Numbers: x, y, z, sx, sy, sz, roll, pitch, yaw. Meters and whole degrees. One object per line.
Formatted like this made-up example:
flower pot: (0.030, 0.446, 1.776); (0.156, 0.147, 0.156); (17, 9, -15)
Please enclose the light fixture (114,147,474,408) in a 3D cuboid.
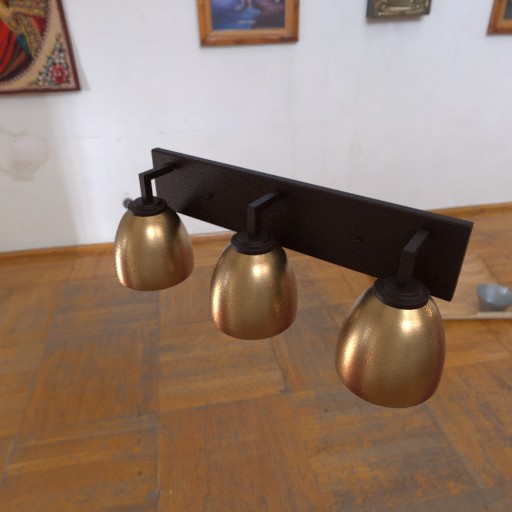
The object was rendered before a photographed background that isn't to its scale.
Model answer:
light fixture: (0.000, 0.000, 0.671); (0.582, 0.204, 0.157); (19, 36, 29)
